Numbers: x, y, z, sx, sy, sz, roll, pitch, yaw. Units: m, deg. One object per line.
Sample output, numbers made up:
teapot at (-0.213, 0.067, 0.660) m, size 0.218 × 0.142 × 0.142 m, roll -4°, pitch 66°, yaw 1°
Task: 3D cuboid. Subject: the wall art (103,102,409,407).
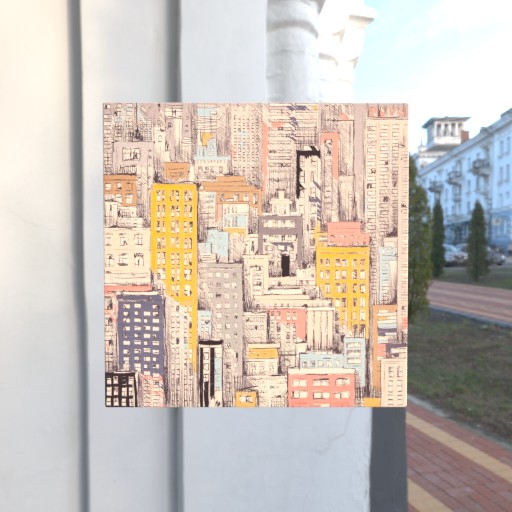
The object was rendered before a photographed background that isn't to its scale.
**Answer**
wall art at (0.000, 0.000, 1.128) m, size 0.761 × 0.762 × 0.048 m, roll 0°, pitch 1°, yaw 0°
